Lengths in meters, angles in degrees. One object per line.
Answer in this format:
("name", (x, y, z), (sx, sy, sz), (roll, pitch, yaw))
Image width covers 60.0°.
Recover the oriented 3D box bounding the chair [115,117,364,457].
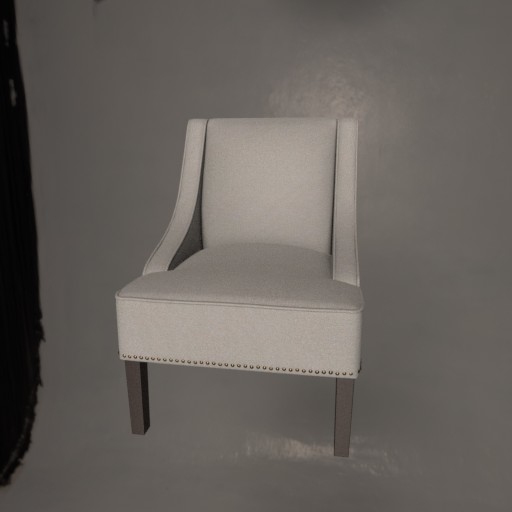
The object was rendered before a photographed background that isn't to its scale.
("chair", (0.000, 0.000, 1.395), (0.631, 0.867, 0.747), (2, 14, 9))
